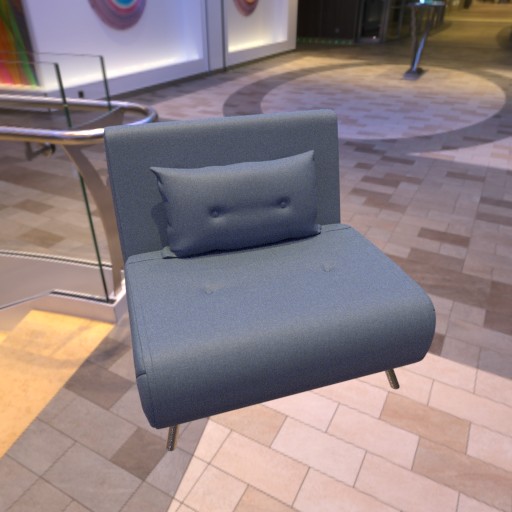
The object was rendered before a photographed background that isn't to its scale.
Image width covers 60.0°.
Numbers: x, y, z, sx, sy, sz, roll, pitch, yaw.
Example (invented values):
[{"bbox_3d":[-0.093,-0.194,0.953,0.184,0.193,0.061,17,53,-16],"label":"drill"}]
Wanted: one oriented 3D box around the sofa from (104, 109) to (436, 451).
[{"bbox_3d":[0.000,0.000,1.712,0.999,0.860,0.996,-10,33,-15],"label":"sofa"}]
